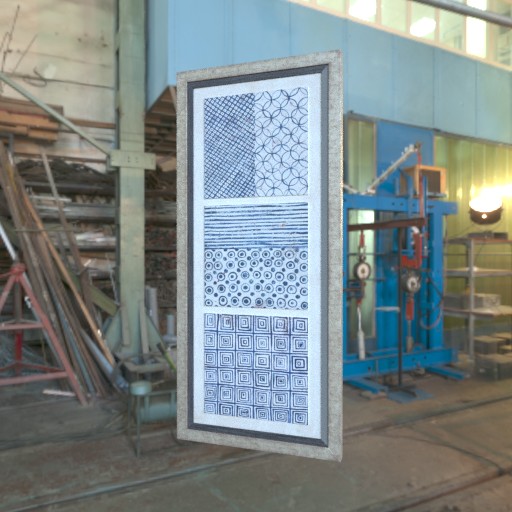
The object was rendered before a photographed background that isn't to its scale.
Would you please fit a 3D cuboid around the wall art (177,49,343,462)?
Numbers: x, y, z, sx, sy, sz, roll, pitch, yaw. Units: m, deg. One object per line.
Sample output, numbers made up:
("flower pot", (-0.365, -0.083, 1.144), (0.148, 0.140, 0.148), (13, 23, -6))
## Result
("wall art", (0.000, 0.000, 1.691), (0.648, 1.461, 0.051), (0, 0, 18))
